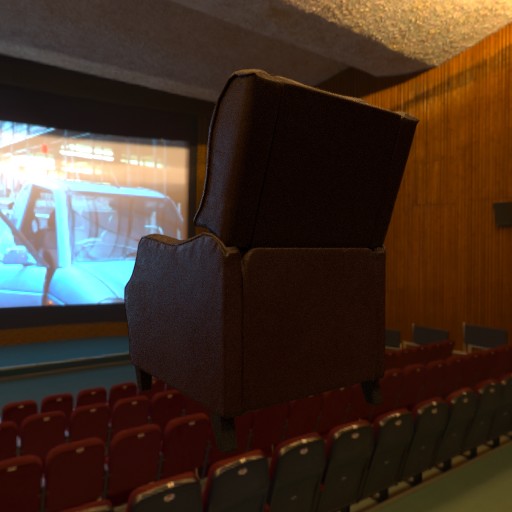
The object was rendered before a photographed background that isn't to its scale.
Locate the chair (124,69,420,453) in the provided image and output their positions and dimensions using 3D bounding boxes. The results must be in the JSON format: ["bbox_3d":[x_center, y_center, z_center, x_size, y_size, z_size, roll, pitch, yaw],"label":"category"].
[{"bbox_3d":[0.000,0.000,1.758,0.770,1.132,0.982,-1,1,-36],"label":"chair"}]
